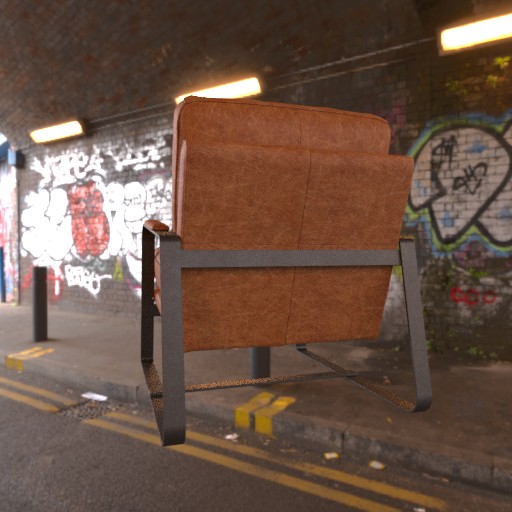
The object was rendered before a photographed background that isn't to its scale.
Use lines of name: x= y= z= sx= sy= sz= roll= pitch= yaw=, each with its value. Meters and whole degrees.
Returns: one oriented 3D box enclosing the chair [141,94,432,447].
chair: x=0.000 y=0.000 z=1.359 sx=0.651 sy=0.777 sz=0.801 roll=0 pitch=1 yaw=-18
